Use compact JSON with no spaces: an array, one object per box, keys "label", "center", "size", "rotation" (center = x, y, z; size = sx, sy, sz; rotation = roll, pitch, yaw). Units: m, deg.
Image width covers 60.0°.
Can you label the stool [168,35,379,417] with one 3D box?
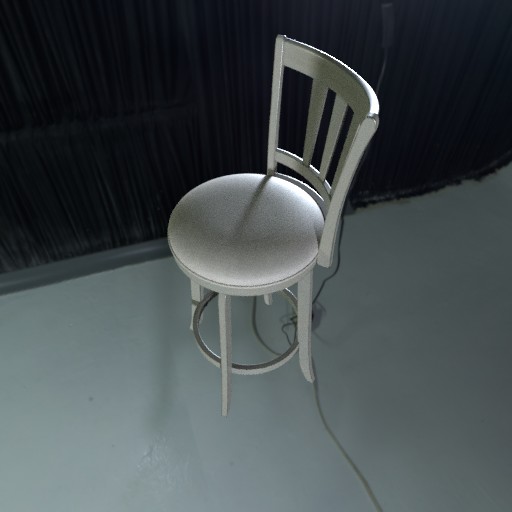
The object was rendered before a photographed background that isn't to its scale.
[{"label":"stool","center":[0.000,0.000,1.288],"size":[0.475,1.042,0.436],"rotation":[-17,49,-15]}]
